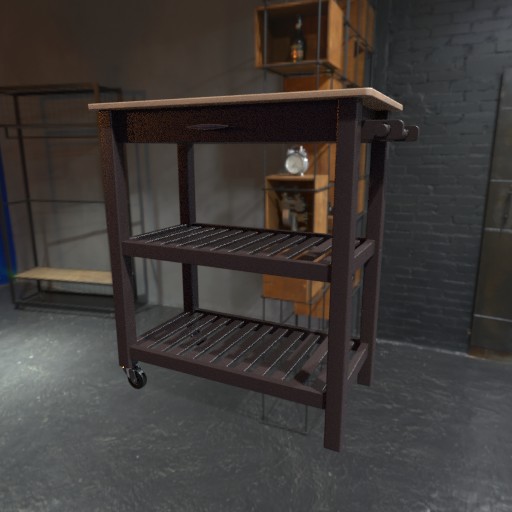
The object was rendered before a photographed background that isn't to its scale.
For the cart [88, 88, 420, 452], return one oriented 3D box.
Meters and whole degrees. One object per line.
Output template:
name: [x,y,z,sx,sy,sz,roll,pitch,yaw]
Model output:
cart: [0.000,0.000,1.428,0.899,0.927,0.457,7,15,25]
